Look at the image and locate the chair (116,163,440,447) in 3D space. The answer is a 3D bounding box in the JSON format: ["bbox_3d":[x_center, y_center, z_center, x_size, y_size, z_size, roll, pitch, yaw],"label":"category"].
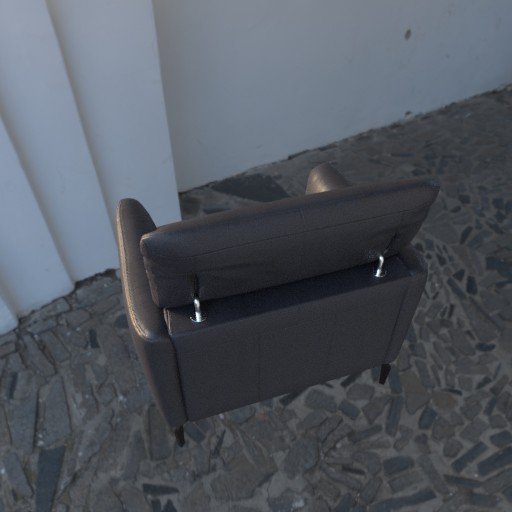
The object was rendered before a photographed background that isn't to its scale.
[{"bbox_3d":[0.000,0.000,1.653,0.976,0.949,0.809,-12,44,-13],"label":"chair"}]
